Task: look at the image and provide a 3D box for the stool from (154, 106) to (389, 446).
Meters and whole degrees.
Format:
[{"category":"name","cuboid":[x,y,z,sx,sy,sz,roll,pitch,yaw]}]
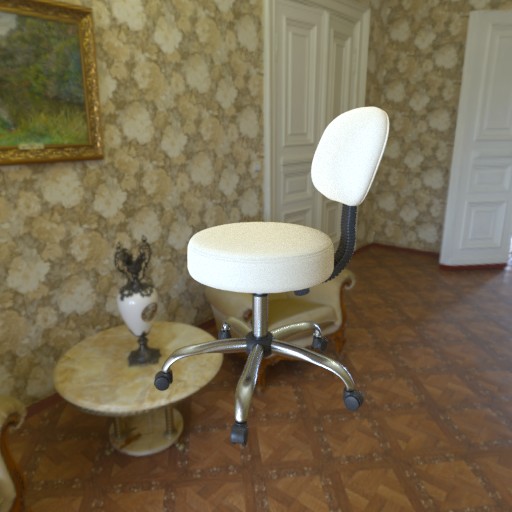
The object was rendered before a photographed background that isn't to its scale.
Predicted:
[{"category":"stool","cuboid":[0.000,0.000,1.268,0.616,0.810,0.609,-2,16,-7]}]
